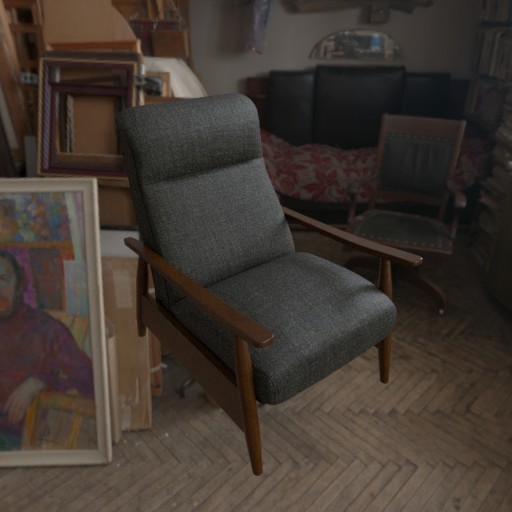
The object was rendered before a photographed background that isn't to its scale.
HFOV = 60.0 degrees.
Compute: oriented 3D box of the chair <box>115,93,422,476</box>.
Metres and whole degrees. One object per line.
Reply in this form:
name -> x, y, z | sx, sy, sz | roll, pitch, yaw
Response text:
chair -> 0.000, 0.000, 1.794 | 0.762, 1.082, 1.014 | -21, 36, -32
